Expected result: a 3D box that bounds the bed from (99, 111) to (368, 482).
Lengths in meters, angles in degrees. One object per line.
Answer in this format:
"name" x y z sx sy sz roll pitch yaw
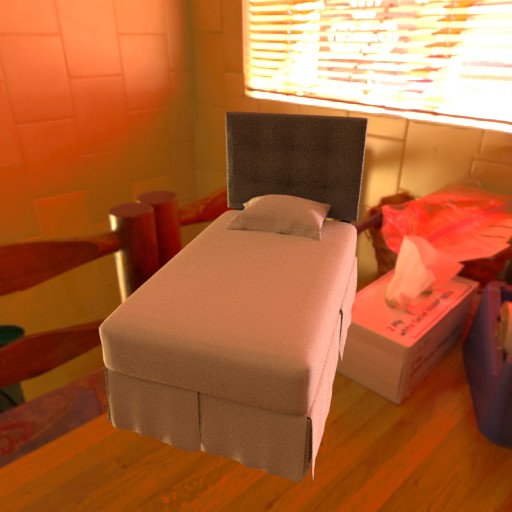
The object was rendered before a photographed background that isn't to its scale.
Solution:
"bed" 0.000 0.000 2.975 1.261 1.571 1.997 8 27 16
